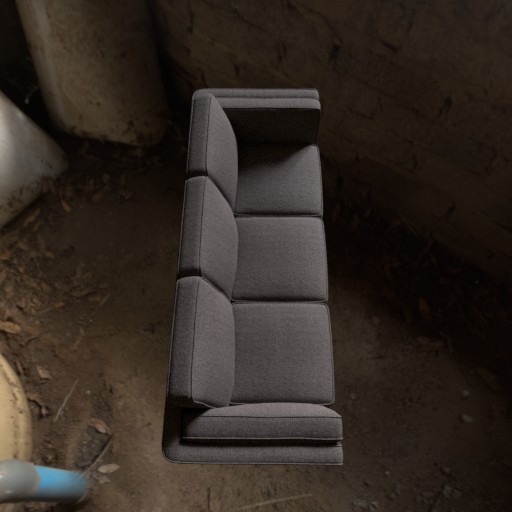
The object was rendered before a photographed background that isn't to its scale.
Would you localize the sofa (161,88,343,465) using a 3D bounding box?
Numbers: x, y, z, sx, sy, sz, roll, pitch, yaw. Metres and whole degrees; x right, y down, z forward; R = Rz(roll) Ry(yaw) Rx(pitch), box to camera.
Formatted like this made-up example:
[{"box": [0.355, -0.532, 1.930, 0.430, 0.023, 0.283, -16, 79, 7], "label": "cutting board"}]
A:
[{"box": [0.000, 0.000, 2.777, 0.903, 0.899, 2.362, 0, 65, 0], "label": "sofa"}]
